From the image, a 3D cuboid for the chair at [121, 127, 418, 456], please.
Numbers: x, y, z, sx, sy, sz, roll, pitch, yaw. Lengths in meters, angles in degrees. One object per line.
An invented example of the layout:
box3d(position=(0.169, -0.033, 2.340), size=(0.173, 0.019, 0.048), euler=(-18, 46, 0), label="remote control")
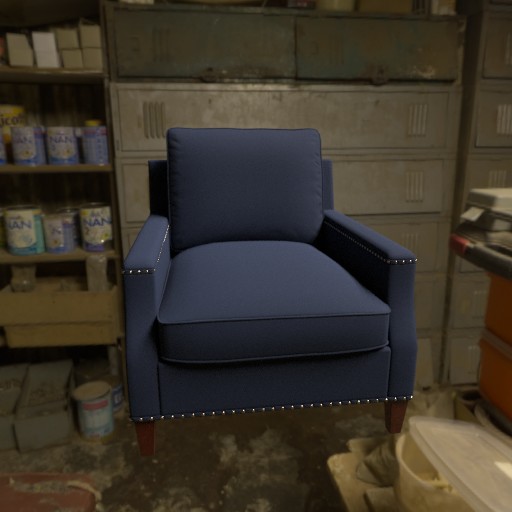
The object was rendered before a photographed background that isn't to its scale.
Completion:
box3d(position=(0.000, 0.000, 1.664), size=(0.853, 0.943, 1.014), euler=(-2, 15, -7), label="chair")
